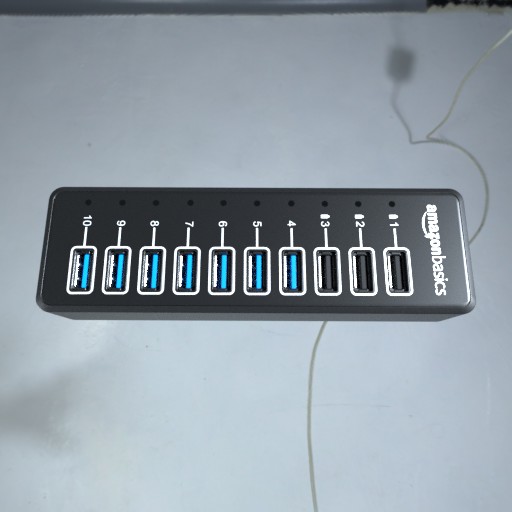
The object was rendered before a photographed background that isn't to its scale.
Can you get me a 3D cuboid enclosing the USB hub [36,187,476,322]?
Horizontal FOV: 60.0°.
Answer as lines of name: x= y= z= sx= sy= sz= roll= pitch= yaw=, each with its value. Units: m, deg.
USB hub: x=0.000 y=0.000 z=0.160 sx=0.145 sy=0.023 sz=0.044 roll=0 pitch=75 yaw=0
